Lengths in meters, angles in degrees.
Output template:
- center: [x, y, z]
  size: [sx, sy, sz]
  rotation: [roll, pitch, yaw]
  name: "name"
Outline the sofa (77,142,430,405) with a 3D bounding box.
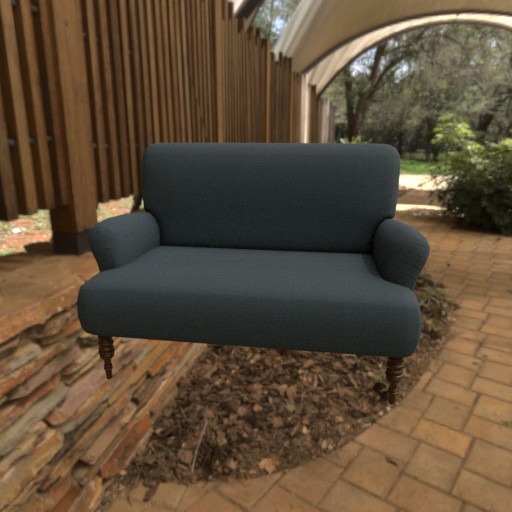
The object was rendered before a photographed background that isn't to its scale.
- center: [0.000, 0.000, 1.838]
  size: [1.297, 0.889, 0.779]
  rotation: [2, 16, 9]
  name: "sofa"
